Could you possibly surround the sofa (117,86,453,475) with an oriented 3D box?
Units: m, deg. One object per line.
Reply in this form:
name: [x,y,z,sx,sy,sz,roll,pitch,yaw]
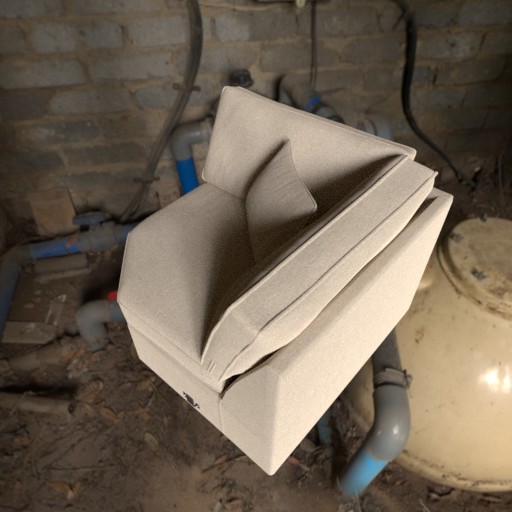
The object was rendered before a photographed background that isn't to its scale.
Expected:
sofa: [0.000,0.000,1.804,1.050,0.937,1.042,32,54,27]
